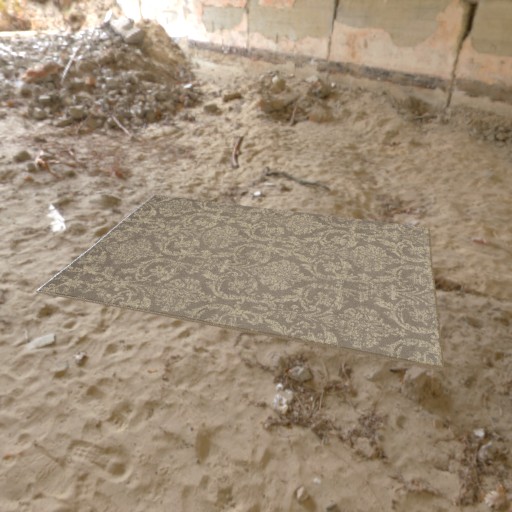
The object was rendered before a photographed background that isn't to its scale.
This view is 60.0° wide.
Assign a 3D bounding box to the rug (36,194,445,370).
[{"bbox_3d":[0.000,0.000,3.584,2.746,0.018,1.819,8,32,14],"label":"rug"}]
